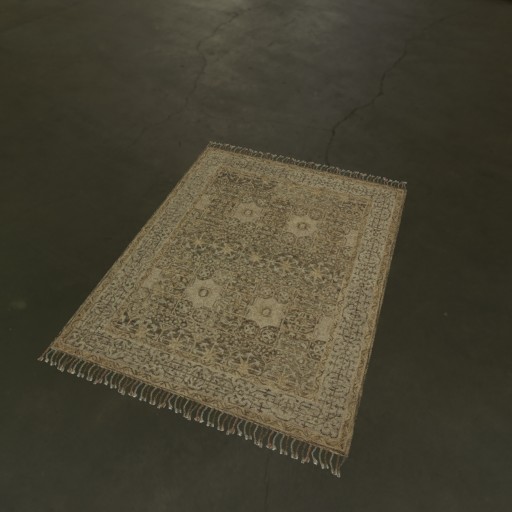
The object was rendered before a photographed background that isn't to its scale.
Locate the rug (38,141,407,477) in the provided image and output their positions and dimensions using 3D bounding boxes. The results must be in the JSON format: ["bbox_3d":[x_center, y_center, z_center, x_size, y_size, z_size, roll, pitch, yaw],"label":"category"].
[{"bbox_3d":[0.000,0.000,4.211,2.431,0.017,3.291,15,49,14],"label":"rug"}]
